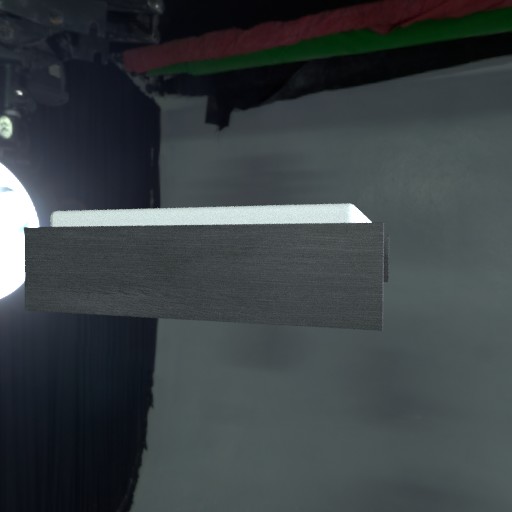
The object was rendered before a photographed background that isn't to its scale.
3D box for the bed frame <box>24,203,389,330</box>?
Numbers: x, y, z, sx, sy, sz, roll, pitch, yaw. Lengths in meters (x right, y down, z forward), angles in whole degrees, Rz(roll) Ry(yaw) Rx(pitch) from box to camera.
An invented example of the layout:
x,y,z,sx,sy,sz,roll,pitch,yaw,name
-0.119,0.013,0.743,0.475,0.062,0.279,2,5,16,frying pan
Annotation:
x,y,z,sx,sy,sz,roll,pitch,yaw,name
0.000,0.000,2.622,1.490,0.432,1.950,1,2,17,bed frame
